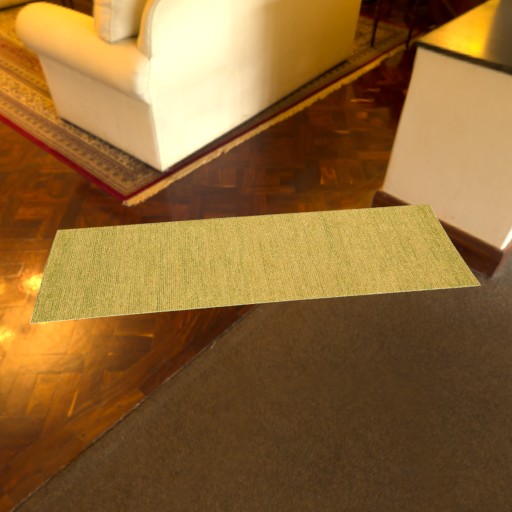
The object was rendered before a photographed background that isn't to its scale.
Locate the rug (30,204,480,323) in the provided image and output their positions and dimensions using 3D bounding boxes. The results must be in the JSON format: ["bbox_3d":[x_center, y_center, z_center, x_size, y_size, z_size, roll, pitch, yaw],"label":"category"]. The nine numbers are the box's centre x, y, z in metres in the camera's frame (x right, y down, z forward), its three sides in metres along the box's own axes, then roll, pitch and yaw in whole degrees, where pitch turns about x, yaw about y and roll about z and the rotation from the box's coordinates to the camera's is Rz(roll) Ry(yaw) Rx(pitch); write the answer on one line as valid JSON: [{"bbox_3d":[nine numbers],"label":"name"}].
[{"bbox_3d":[0.000,0.000,2.514,2.340,0.013,0.686,-4,46,-4],"label":"rug"}]
